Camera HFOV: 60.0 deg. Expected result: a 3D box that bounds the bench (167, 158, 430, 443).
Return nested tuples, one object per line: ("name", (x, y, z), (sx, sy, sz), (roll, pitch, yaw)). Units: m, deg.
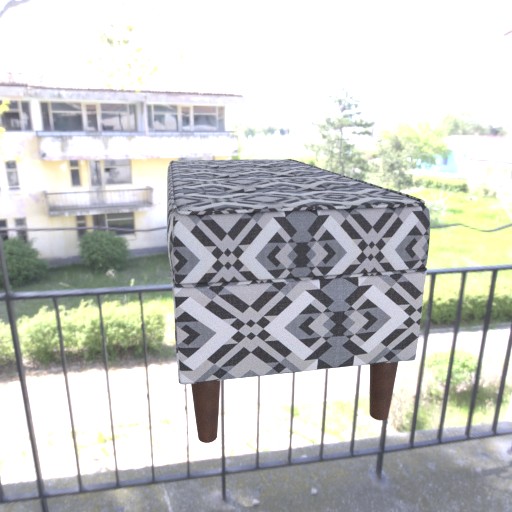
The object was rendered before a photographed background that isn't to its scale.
("bench", (0.000, 0.000, 1.299), (0.492, 0.477, 1.016), (-3, 17, -10))
